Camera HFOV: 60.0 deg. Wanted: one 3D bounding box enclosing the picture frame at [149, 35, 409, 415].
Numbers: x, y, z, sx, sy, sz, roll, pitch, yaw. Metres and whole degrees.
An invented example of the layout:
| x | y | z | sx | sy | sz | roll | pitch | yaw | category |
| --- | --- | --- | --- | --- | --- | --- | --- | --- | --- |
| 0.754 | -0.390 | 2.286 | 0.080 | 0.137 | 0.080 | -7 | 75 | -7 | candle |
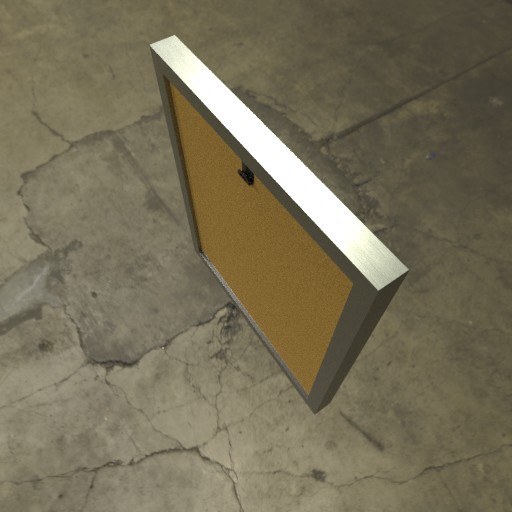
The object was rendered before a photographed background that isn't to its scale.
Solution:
| x | y | z | sx | sy | sz | roll | pitch | yaw | category |
| --- | --- | --- | --- | --- | --- | --- | --- | --- | --- |
| 0.000 | 0.000 | 1.353 | 0.073 | 0.968 | 0.839 | -30 | 63 | -17 | picture frame |
